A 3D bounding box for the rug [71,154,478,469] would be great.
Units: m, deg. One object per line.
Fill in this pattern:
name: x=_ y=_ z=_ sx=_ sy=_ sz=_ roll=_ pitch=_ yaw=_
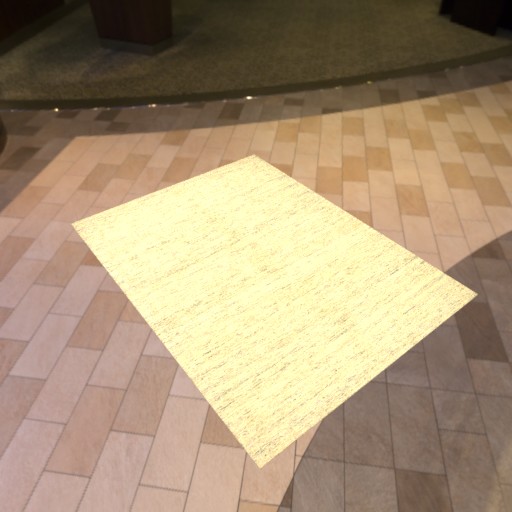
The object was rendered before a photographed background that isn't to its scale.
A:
rug: x=0.000 y=0.000 z=4.268 sx=2.437 sy=0.014 sz=3.201 roll=-27 pitch=48 yaw=-28
